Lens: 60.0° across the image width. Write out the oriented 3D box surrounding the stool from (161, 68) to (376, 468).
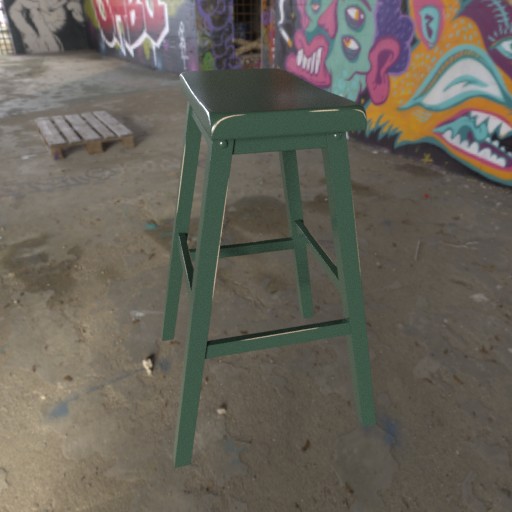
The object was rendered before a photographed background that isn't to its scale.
[{"bbox_3d":[0.000,0.000,1.013,0.476,0.737,0.457,-7,31,-12],"label":"stool"}]
